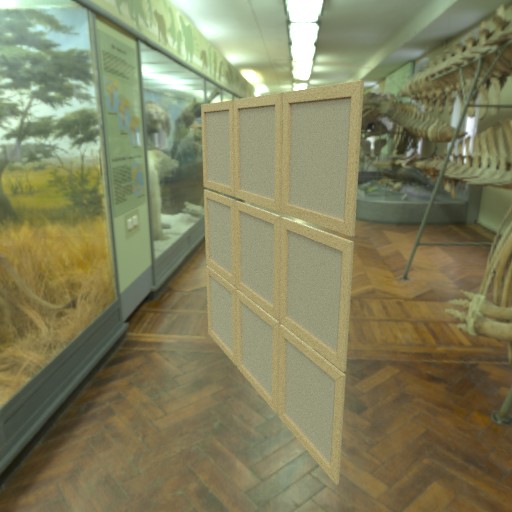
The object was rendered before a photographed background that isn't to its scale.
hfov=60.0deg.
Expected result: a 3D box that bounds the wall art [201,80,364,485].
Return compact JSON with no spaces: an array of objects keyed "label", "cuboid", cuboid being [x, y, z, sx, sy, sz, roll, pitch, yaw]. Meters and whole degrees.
[{"label":"wall art","cuboid":[0.000,0.000,2.222,0.014,1.507,1.519,-7,17,-24]}]
